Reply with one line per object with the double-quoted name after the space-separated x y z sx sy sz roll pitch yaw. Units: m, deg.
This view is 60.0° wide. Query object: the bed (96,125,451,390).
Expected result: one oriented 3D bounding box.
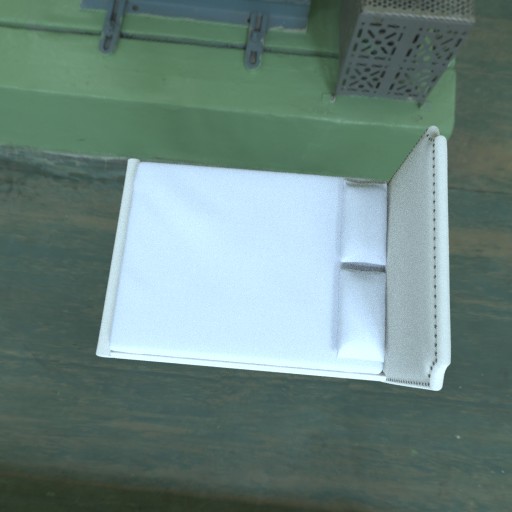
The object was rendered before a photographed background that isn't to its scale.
0.000 0.000 3.366 2.372 1.443 1.712 5 76 1 "bed"
